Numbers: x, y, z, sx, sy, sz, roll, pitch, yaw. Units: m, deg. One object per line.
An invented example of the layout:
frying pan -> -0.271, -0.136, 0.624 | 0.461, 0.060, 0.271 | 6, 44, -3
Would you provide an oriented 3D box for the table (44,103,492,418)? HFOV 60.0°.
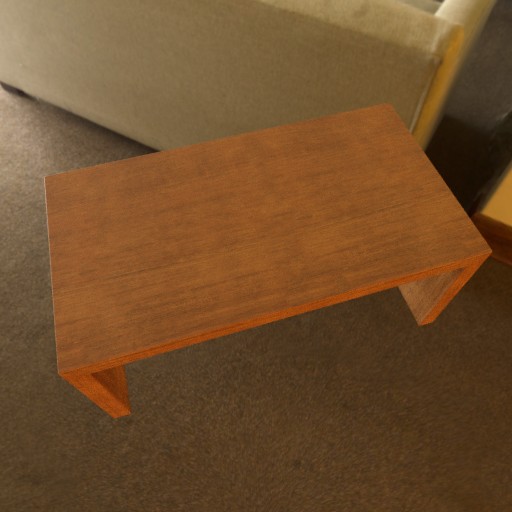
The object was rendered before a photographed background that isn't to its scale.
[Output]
table -> 0.000, 0.000, 1.283 | 1.000, 0.419, 0.549 | -15, 59, -9
